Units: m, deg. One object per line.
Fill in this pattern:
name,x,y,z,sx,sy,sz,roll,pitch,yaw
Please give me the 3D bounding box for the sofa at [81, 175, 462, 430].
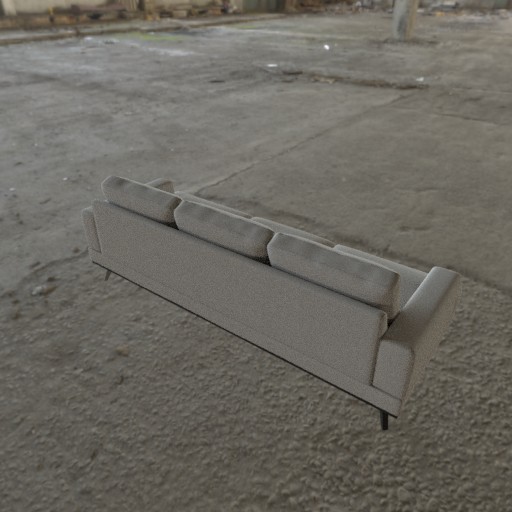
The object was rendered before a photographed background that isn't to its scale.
sofa,0.000,0.000,2.809,2.310,0.810,0.920,21,37,30
